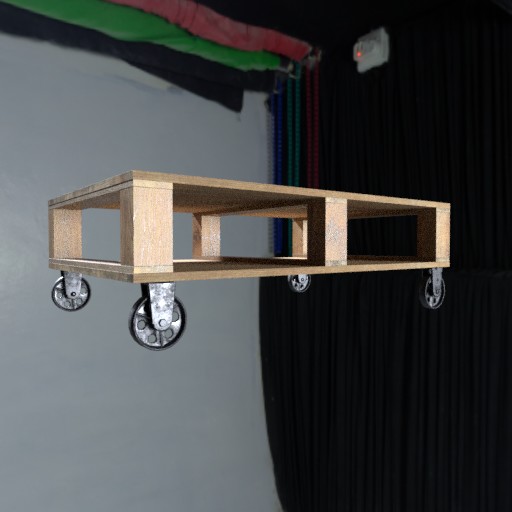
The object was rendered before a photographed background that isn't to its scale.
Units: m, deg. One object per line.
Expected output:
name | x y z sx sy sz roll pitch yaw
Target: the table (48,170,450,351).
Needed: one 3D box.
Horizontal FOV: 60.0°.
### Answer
table | 0.000 0.000 1.700 1.299 0.413 0.827 -1 2 -37
